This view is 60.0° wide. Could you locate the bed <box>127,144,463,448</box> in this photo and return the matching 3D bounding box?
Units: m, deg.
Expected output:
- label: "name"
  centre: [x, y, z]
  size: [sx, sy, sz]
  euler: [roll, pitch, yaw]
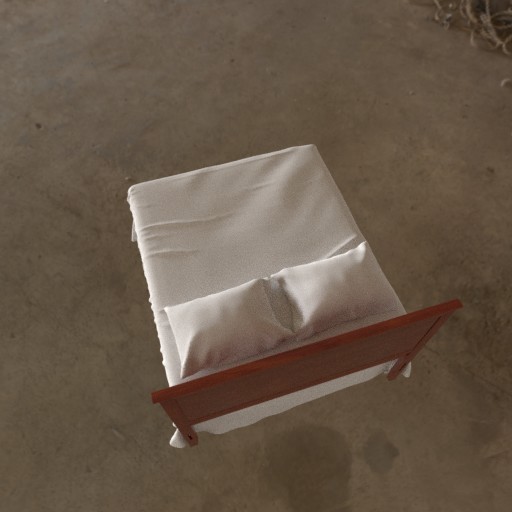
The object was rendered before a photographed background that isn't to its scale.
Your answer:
- label: "bed"
  centre: [0.000, 0.000, 3.248]
  size: [1.870, 1.270, 2.050]
  euler: [-15, 59, -9]
